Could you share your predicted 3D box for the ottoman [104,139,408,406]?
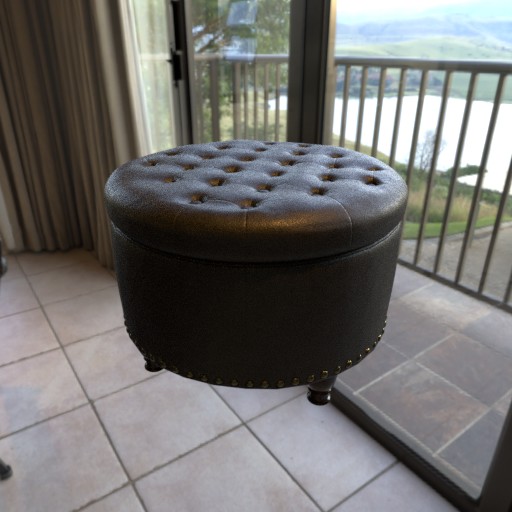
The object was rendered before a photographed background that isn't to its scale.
[{"bbox_3d":[0.000,0.000,1.050,0.637,0.442,0.637,0,26,0],"label":"ottoman"}]
